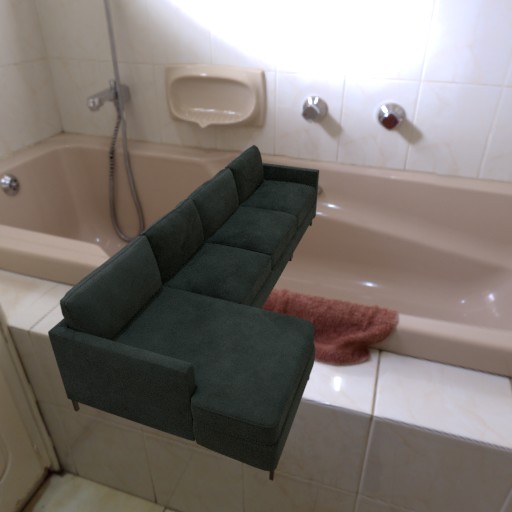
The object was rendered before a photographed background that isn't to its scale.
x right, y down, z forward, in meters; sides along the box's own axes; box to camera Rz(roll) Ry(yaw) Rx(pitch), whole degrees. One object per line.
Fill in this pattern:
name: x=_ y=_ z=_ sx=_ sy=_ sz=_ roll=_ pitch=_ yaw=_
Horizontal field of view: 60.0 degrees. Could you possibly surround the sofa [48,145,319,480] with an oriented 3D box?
sofa: x=0.000 y=0.000 z=3.934 sx=1.500 sy=0.967 sz=3.400 roll=11 pitch=33 yaw=17
